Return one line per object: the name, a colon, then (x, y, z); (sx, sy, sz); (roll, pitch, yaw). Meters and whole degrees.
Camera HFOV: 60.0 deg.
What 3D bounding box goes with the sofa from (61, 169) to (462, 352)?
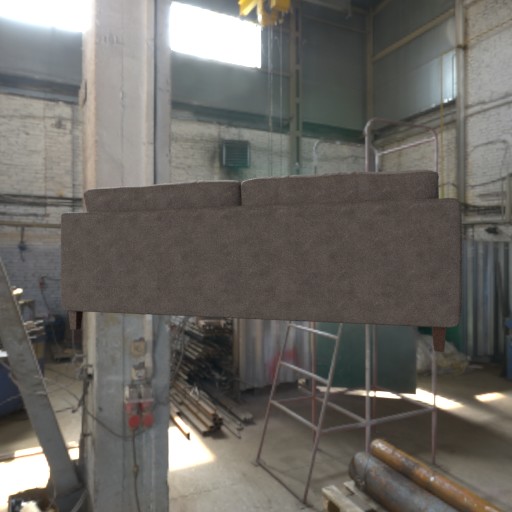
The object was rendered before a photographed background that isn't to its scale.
sofa: (0.000, 0.000, 2.978); (2.434, 0.965, 0.951); (0, 0, 18)
